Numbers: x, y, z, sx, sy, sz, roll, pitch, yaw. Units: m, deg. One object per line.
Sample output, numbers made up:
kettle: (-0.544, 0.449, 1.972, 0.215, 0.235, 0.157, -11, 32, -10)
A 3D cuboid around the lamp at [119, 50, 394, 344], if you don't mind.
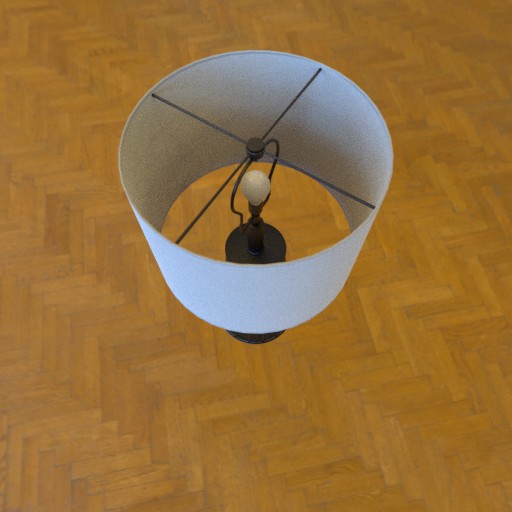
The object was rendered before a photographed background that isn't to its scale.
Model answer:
lamp: (0.000, 0.000, 0.787, 0.322, 0.593, 0.322, 30, 67, 14)
